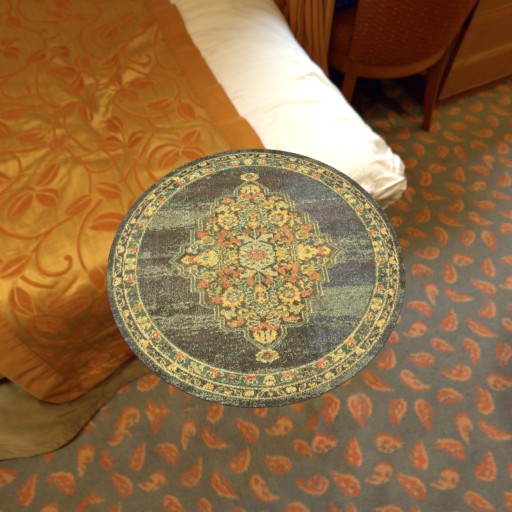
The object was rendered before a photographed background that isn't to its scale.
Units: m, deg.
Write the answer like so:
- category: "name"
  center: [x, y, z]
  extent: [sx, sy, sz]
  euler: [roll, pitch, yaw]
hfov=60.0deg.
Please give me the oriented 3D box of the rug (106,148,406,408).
- category: "rug"
  center: [0.000, 0.000, 3.589]
  extent: [2.386, 0.014, 2.386]
  euler: [0, 59, 0]
